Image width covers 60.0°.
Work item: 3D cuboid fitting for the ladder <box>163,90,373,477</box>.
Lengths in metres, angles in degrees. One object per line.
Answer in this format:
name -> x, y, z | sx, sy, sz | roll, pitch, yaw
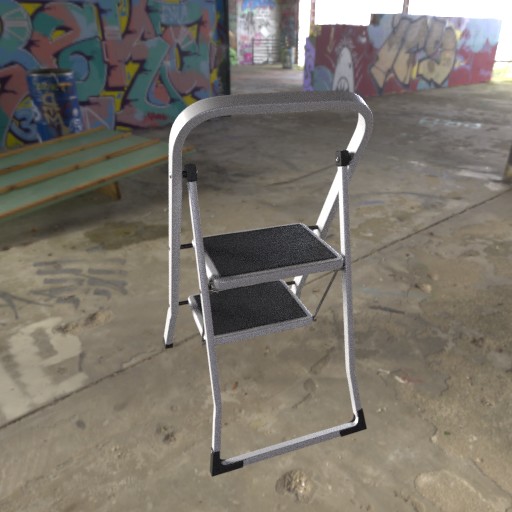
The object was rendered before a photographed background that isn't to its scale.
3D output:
ladder -> 0.000, 0.000, 1.117 | 0.460, 0.810, 0.544 | -9, 28, -17
